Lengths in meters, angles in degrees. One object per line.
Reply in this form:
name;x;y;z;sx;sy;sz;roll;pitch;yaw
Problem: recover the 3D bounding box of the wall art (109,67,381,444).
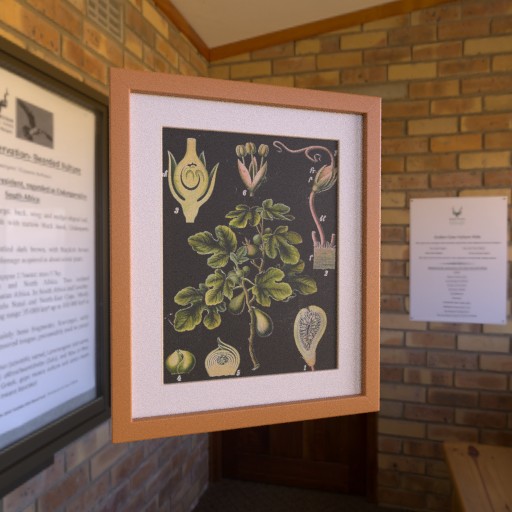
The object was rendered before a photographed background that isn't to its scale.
wall art;0.000;0.000;0.496;0.310;0.379;0.015;0;1;-17
